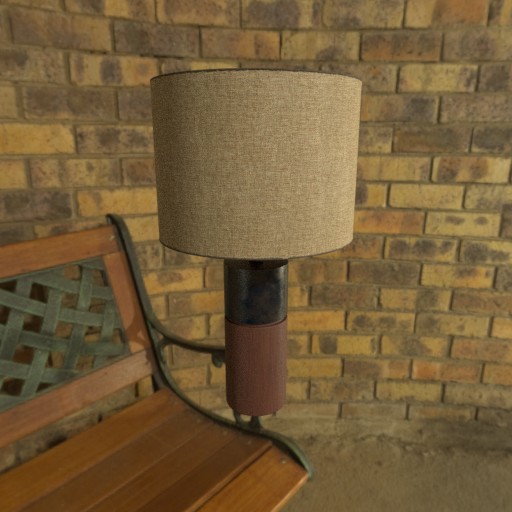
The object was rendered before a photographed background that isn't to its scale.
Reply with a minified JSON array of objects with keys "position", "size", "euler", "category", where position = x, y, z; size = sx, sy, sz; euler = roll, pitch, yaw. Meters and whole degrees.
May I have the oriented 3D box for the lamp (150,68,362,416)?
[{"position":[0.000,0.000,0.478],"size":[0.202,0.350,0.202],"euler":[0,15,0],"category":"lamp"}]
